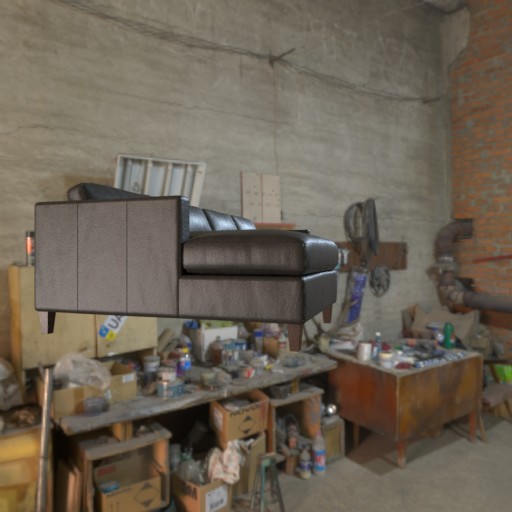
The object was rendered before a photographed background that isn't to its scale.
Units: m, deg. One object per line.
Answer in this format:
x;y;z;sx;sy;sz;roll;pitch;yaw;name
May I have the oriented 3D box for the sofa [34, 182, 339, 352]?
0.000;0.000;3.757;1.581;0.883;3.203;0;0;18;sofa
